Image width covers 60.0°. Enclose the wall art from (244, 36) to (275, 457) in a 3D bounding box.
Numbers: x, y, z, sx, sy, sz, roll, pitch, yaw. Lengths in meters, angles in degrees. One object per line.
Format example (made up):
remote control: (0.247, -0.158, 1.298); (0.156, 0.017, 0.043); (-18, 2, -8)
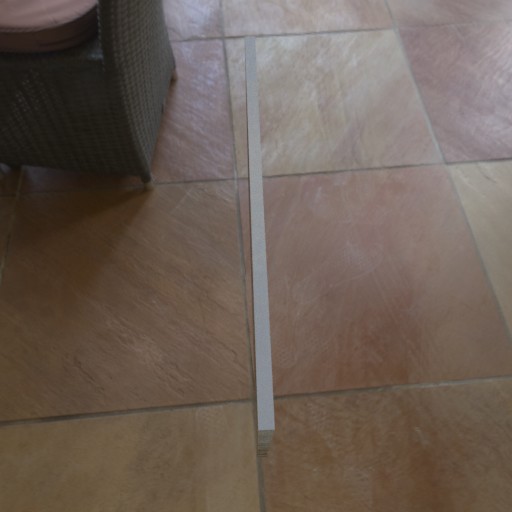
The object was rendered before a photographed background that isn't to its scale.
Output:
wall art: (0.000, 0.000, 1.170); (0.027, 0.610, 0.932); (-2, 62, -1)
